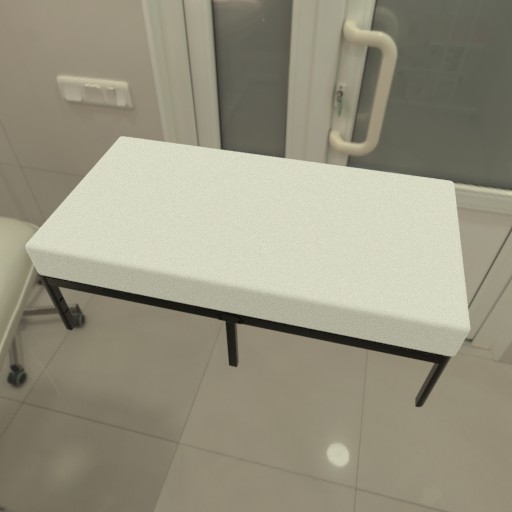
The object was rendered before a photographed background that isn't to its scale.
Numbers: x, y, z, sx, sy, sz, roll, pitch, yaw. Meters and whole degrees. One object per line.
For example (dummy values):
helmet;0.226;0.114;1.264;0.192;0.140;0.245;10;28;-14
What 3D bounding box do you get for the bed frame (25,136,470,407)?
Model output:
bed frame;0.000;0.000;2.431;1.950;0.659;1.023;10;46;10
